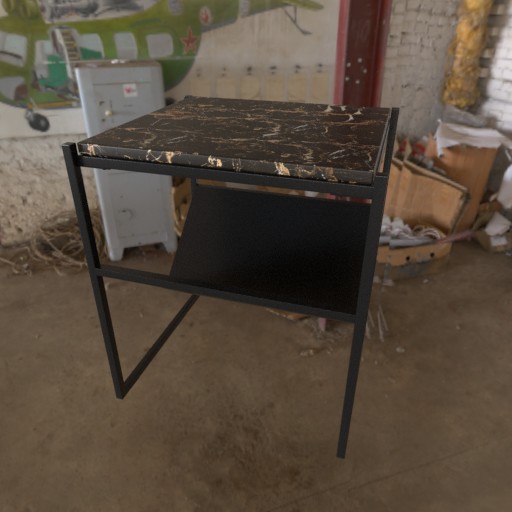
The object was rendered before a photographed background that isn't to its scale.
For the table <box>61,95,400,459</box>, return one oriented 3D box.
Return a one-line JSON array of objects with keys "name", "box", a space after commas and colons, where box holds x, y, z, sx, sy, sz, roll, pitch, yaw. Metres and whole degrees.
[{"name": "table", "box": [0.000, 0.000, 0.904, 0.469, 0.534, 0.432, 9, 31, 15]}]
